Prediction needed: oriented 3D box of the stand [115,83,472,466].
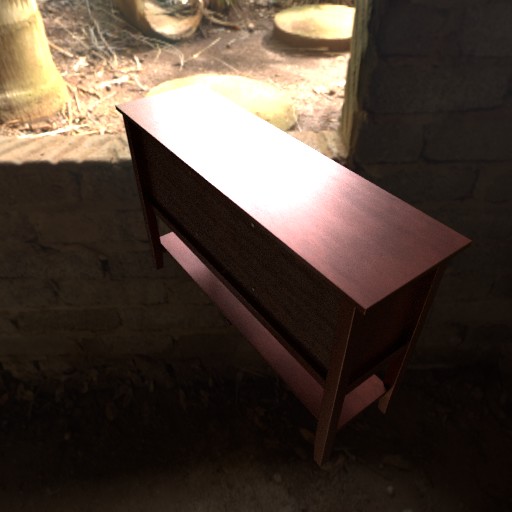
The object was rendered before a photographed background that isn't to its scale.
[{"bbox_3d":[0.000,0.000,1.759,0.410,0.872,1.362,-26,48,-26],"label":"stand"}]
